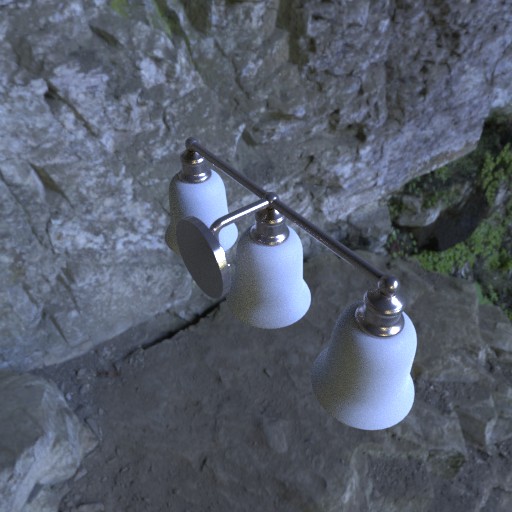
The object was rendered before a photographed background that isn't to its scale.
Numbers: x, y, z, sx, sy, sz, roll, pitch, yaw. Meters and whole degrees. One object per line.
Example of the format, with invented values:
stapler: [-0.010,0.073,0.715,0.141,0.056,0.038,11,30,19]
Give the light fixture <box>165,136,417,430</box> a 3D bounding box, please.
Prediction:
light fixture: [0.000,0.000,0.677,0.198,0.211,0.570,-27,48,-27]
